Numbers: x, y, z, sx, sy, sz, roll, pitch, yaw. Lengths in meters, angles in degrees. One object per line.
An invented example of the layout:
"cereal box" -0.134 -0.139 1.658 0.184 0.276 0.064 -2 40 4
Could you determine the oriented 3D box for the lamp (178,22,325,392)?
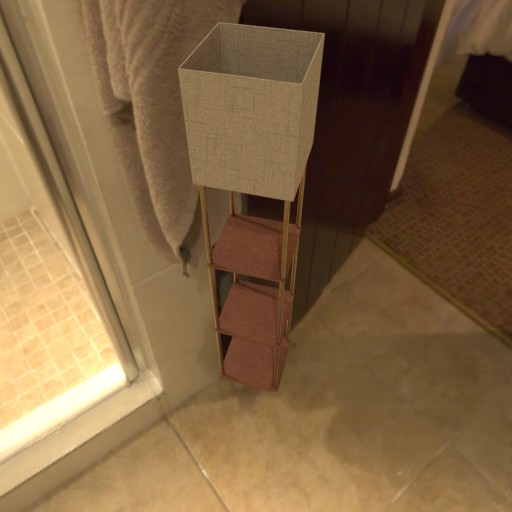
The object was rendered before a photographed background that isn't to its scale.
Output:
"lamp" 0.000 0.000 1.721 0.308 1.569 0.310 11 48 10
